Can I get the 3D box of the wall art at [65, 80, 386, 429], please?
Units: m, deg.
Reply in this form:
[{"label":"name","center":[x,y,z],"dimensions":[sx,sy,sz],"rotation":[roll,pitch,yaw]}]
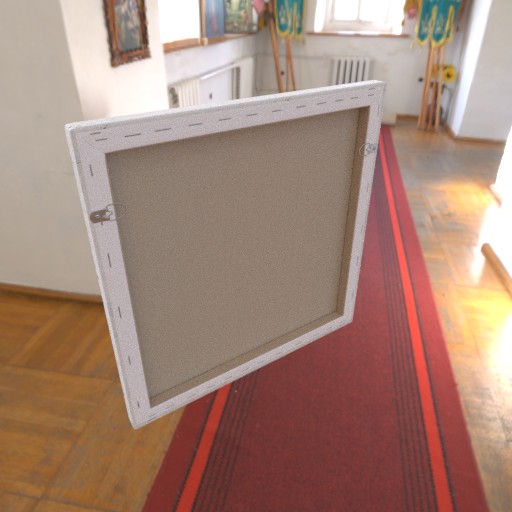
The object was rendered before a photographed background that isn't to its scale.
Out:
[{"label":"wall art","center":[0.000,0.000,1.117],"dimensions":[0.762,0.762,0.038],"rotation":[-19,36,-29]}]
